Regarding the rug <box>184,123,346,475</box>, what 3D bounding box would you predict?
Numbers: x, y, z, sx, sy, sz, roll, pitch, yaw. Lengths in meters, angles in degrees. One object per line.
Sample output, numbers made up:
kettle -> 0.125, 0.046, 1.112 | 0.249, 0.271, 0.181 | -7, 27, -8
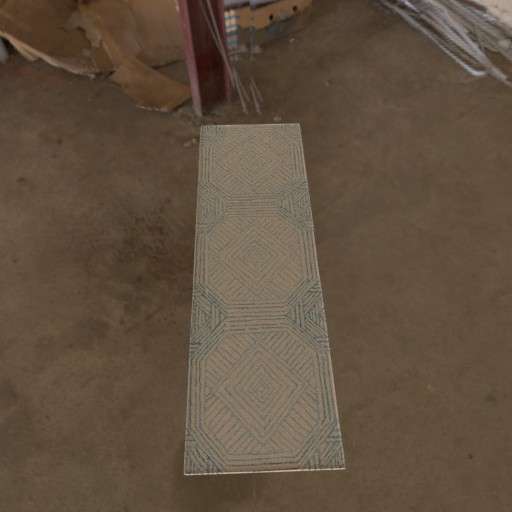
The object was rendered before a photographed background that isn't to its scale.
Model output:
rug -> 0.000, 0.000, 2.772 | 0.775, 0.012, 2.452 | -2, 56, -1
